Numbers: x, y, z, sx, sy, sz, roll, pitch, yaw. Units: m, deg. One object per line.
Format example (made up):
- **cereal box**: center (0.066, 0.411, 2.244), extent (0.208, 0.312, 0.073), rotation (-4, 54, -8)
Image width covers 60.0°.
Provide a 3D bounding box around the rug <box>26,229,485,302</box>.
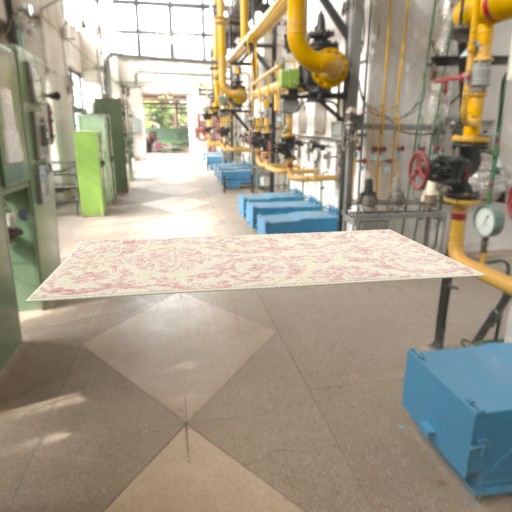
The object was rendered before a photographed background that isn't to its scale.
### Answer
- **rug**: center (0.000, 0.000, 1.444), extent (1.219, 0.007, 0.604), rotation (-3, 16, -9)
